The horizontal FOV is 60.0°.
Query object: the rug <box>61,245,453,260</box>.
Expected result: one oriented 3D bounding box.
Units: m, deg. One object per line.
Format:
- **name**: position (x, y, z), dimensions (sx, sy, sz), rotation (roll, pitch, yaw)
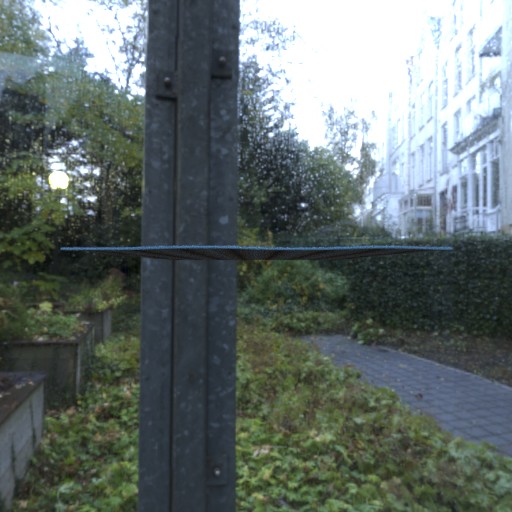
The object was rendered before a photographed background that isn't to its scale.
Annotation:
- **rug**: position (0.000, 0.000, 2.250), dimensions (1.195, 0.014, 1.847), rotation (0, -2, 0)
